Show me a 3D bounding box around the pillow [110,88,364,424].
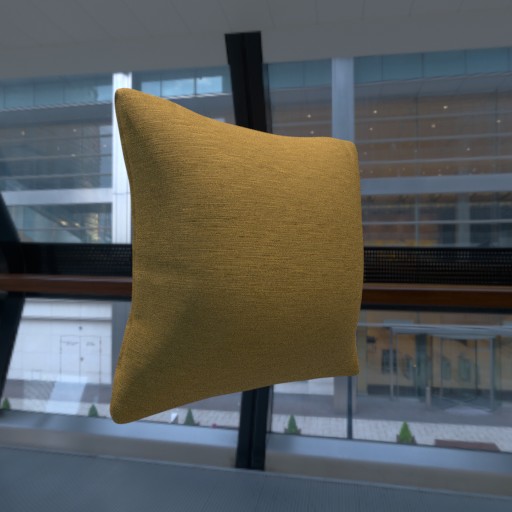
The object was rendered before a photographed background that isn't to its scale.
[{"bbox_3d":[0.000,0.000,0.669,0.435,0.417,0.247,1,-2,-35],"label":"pillow"}]
